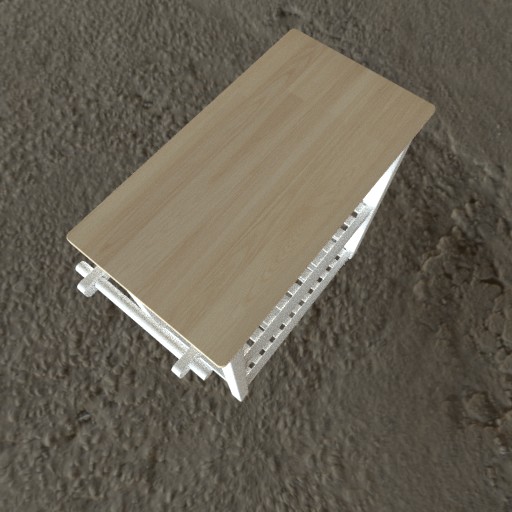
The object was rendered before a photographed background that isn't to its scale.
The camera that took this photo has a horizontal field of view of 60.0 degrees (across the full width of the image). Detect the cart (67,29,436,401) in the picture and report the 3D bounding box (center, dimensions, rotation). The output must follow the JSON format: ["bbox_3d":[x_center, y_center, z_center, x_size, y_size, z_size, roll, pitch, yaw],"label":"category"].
[{"bbox_3d":[0.000,0.000,1.460,0.457,0.927,0.899,36,71,15],"label":"cart"}]
